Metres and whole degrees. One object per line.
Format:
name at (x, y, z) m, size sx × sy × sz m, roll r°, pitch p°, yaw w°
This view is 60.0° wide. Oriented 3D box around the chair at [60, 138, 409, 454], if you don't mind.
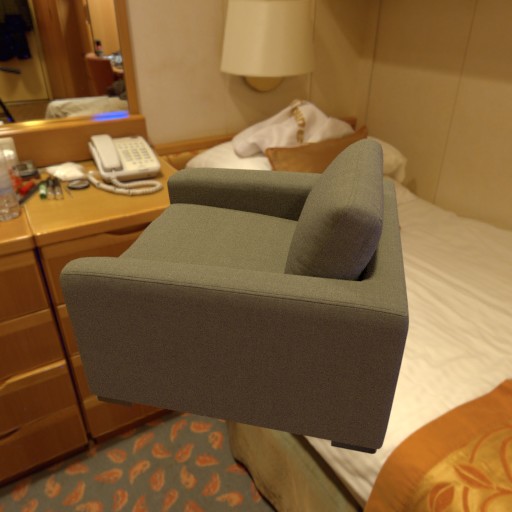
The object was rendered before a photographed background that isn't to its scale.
chair at (0.000, 0.000, 1.822) m, size 1.100 × 0.847 × 1.070 m, roll 7°, pitch 30°, yaw 11°
